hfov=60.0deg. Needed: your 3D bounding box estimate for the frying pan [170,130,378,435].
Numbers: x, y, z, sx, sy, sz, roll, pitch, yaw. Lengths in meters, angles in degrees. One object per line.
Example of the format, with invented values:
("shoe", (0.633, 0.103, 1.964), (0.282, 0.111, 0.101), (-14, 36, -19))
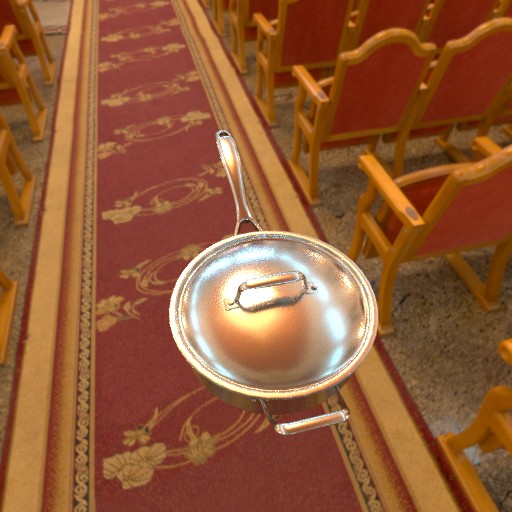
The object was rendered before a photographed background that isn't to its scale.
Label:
("frying pan", (0.000, 0.000, 0.596), (0.245, 0.111, 0.492), (-10, 47, -9))
